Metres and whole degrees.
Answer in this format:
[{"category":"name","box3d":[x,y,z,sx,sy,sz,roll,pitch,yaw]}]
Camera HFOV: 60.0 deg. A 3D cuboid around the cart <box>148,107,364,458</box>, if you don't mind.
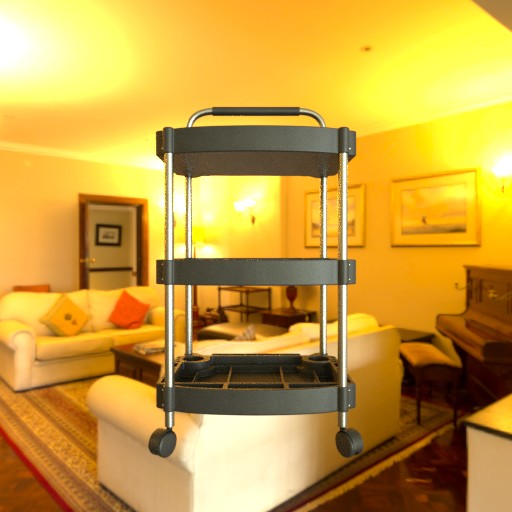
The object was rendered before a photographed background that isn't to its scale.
[{"category":"cart","box3d":[0.000,0.000,1.414,0.584,1.075,0.518,0,1,0]}]
